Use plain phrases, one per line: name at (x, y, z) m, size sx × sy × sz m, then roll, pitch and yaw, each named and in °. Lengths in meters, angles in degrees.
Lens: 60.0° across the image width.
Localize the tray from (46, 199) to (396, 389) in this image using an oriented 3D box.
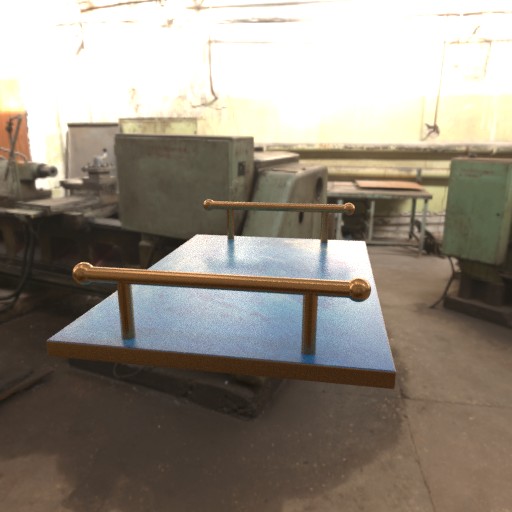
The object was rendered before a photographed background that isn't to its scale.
tray at (0.000, 0.000, 0.575) m, size 0.304 × 0.084 × 0.444 m, roll 3°, pitch 16°, yaw 10°
